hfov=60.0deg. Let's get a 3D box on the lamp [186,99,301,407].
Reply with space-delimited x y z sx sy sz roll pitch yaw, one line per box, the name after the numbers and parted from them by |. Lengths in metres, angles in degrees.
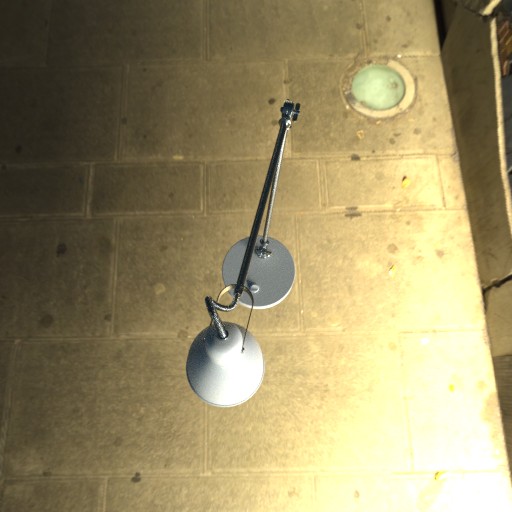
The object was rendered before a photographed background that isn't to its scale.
0.000 0.000 0.872 0.187 0.587 0.561 13 76 3 | lamp
